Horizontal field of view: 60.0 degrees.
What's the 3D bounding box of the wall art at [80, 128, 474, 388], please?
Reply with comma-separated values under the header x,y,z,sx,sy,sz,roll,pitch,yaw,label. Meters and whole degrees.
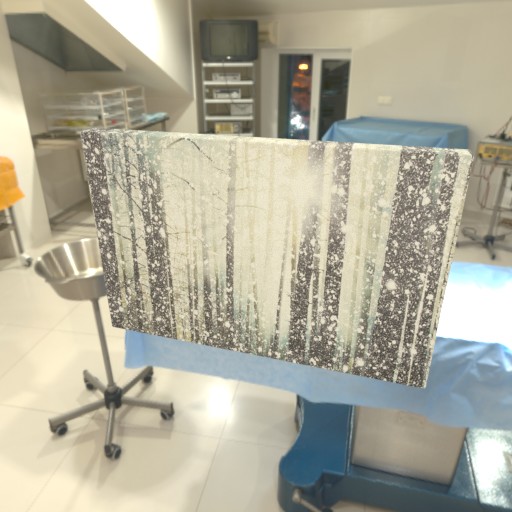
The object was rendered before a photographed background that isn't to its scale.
x,y,z,sx,sy,sz,roll,pitch,yaw,label
0.000,0.000,0.771,0.618,0.398,0.042,8,26,16,wall art
